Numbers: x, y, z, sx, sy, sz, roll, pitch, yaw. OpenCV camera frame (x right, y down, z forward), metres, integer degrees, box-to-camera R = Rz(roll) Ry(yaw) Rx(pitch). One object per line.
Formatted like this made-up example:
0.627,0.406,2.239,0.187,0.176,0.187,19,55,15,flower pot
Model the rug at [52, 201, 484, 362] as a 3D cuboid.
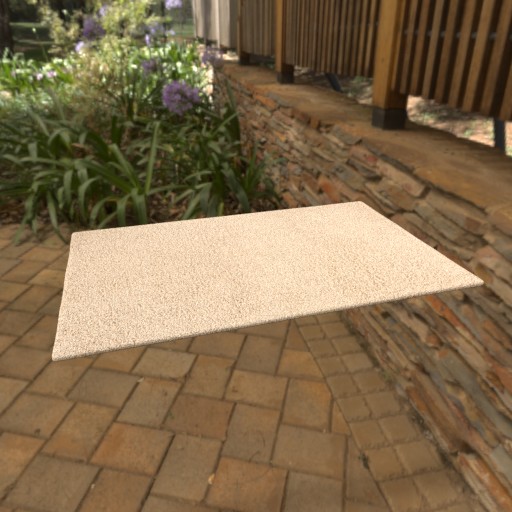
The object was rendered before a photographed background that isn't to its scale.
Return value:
0.000,0.000,3.015,2.438,0.030,1.524,-8,28,-15,rug
